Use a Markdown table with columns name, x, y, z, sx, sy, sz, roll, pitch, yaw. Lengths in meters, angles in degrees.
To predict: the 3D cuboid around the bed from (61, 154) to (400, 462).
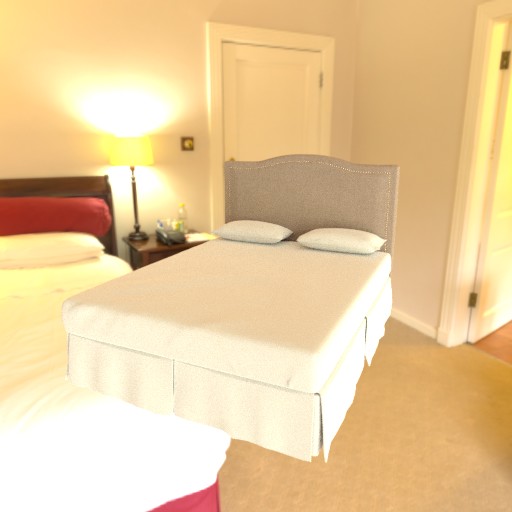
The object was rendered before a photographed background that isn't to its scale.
| name | x | y | z | sx | sy | sz | roll | pitch | yaw |
| --- | --- | --- | --- | --- | --- | --- | --- | --- | --- |
| bed | 0.000 | 0.000 | 3.372 | 1.821 | 1.436 | 2.282 | 7 | 17 | 24 |
